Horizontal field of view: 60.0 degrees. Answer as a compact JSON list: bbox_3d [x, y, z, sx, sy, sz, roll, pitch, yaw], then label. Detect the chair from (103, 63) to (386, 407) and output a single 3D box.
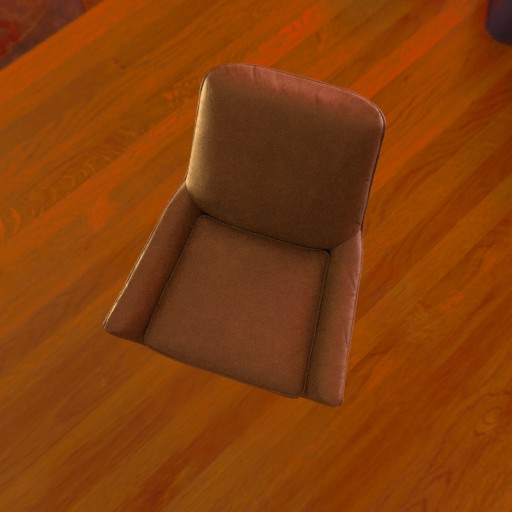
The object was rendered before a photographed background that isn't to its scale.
[{"bbox_3d":[0.000,0.000,1.511,0.787,0.888,0.824,17,75,5],"label":"chair"}]
